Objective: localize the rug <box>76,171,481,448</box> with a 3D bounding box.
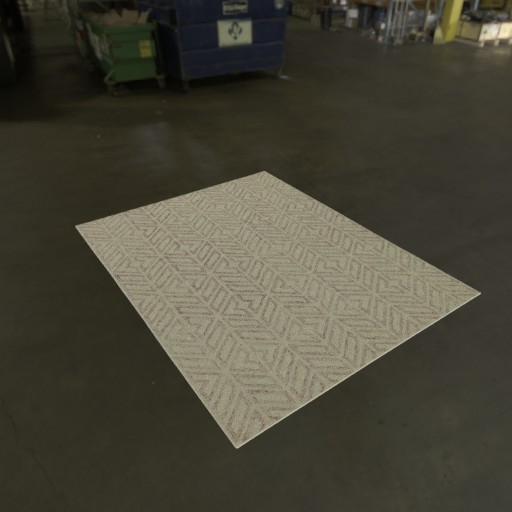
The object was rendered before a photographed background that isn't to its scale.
[{"bbox_3d":[0.000,0.000,4.125,2.421,0.008,3.045,-22,40,-28],"label":"rug"}]
